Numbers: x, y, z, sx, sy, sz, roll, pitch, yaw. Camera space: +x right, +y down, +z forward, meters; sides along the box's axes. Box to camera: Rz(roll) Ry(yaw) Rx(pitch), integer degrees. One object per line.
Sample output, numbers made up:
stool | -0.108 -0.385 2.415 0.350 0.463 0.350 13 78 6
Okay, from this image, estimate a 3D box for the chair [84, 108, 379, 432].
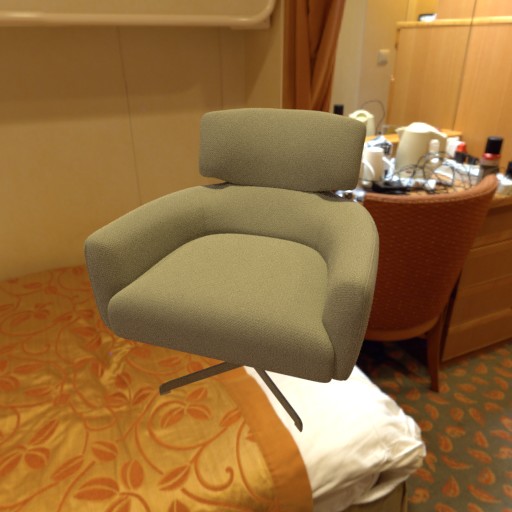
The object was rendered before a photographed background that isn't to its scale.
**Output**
chair | 0.000 0.000 1.408 0.760 0.810 0.730 8 27 17
